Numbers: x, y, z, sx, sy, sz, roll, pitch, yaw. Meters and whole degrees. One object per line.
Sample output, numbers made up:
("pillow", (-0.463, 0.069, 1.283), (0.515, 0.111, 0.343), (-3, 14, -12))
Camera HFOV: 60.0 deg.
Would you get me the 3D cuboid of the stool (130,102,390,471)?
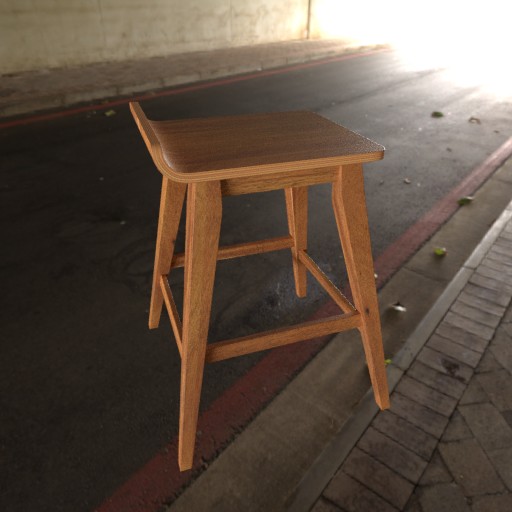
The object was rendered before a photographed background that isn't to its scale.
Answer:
("stool", (0.000, 0.000, 1.017), (0.500, 0.650, 0.500), (-10, 32, -16))
